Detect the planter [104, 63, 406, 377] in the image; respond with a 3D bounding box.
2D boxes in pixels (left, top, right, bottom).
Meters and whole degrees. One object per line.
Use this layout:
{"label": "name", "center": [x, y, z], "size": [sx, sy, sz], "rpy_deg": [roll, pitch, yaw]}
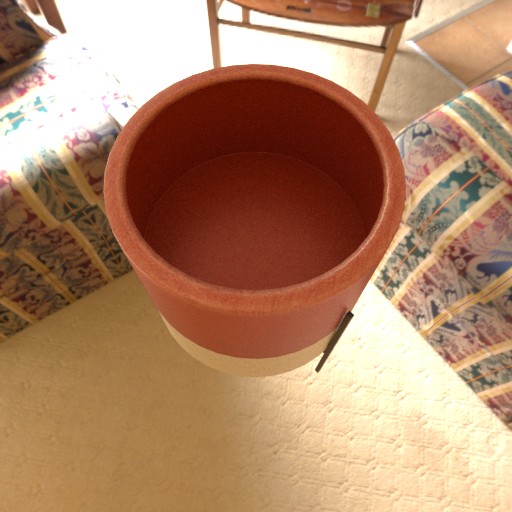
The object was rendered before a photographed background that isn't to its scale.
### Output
{"label": "planter", "center": [0.000, 0.000, 0.712], "size": [0.345, 0.465, 0.354], "rpy_deg": [15, 65, 7]}
